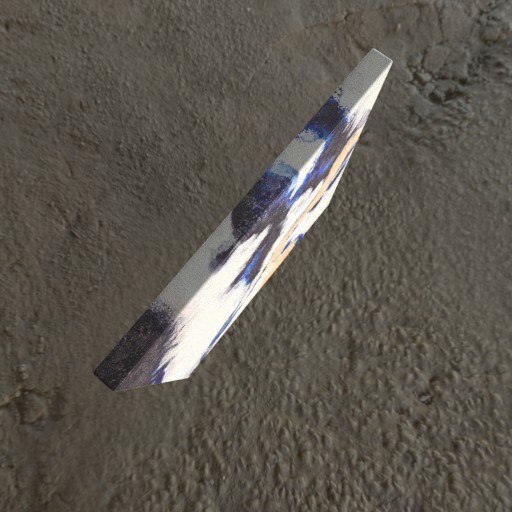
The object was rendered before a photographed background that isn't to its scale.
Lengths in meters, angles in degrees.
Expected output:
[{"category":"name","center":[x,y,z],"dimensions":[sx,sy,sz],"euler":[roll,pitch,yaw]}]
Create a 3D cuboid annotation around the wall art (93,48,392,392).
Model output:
[{"category":"wall art","center":[0.000,0.000,0.902],"dimensions":[0.039,0.609,0.609],"euler":[38,79,9]}]
